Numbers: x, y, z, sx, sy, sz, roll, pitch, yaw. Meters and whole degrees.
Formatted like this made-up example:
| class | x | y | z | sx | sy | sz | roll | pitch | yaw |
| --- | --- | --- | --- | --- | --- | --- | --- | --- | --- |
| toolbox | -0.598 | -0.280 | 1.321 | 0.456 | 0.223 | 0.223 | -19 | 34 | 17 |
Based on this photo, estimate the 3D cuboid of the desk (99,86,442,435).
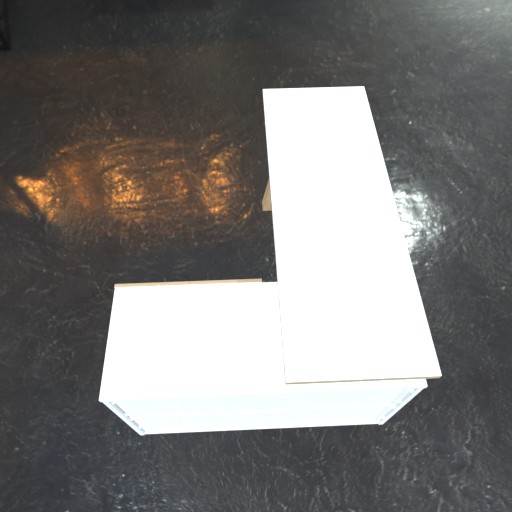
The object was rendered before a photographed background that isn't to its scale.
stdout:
| class | x | y | z | sx | sy | sz | roll | pitch | yaw |
| --- | --- | --- | --- | --- | --- | --- | --- | --- | --- |
| desk | 0.000 | 0.000 | 2.058 | 1.098 | 0.755 | 1.404 | -2 | 58 | -1 |
